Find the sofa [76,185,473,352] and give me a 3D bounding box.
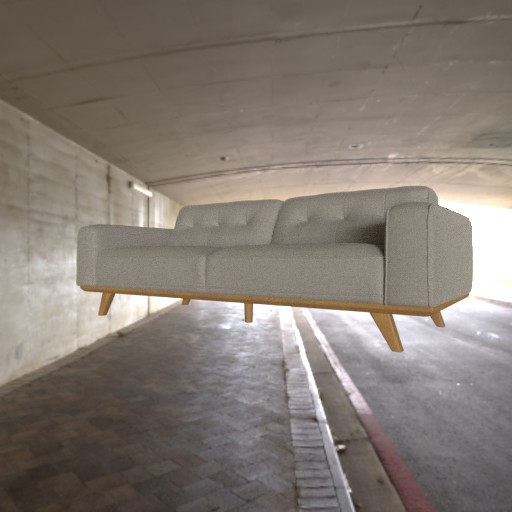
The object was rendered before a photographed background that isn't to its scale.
[{"bbox_3d":[0.000,0.000,2.665,2.270,0.781,0.956,0,0,35],"label":"sofa"}]
